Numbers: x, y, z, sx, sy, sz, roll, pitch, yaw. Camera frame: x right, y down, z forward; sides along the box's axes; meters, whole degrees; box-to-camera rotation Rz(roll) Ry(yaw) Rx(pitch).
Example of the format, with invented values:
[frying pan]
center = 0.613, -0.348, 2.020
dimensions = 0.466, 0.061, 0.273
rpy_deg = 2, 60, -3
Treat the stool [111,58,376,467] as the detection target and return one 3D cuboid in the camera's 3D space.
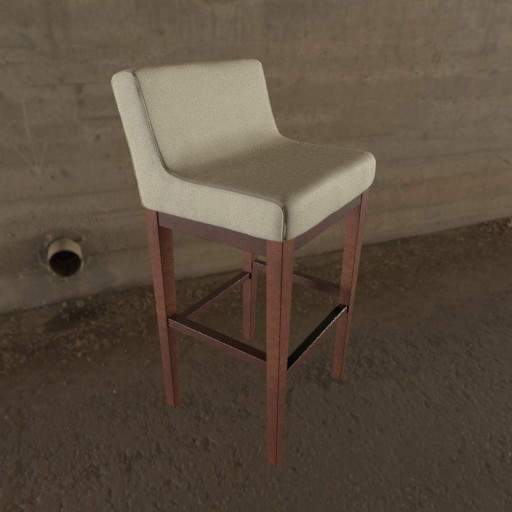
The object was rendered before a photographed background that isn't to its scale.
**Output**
[stool]
center = 0.000, 0.000, 1.306
dimensions = 0.500, 1.037, 0.511
rpy_deg = 17, 32, 30
